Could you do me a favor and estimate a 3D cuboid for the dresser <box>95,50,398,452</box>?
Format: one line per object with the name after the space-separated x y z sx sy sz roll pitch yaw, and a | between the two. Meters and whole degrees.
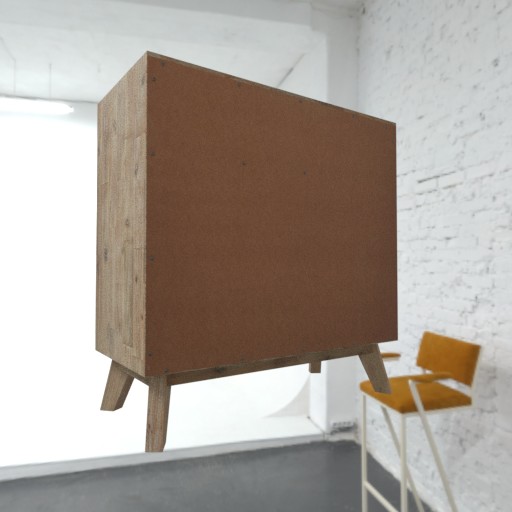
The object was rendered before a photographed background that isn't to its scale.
0.000 0.000 1.593 0.998 1.029 0.455 1 -2 -35 | dresser
